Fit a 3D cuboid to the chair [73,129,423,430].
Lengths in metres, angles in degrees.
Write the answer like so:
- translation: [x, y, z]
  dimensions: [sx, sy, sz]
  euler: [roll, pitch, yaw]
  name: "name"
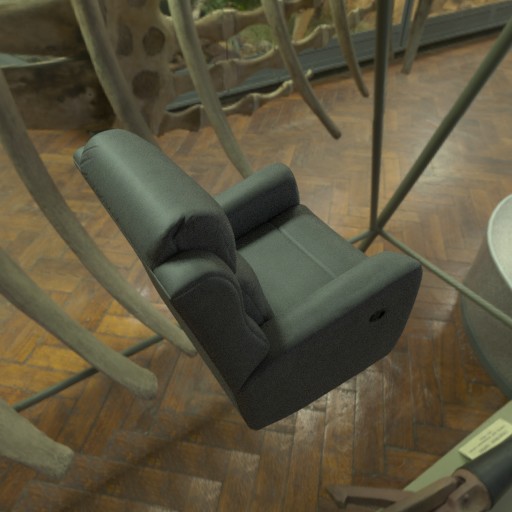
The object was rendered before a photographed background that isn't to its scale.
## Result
- translation: [0.000, 0.000, 1.856]
  dimensions: [1.068, 1.116, 0.965]
  euler: [-24, 47, -24]
  name: "chair"
